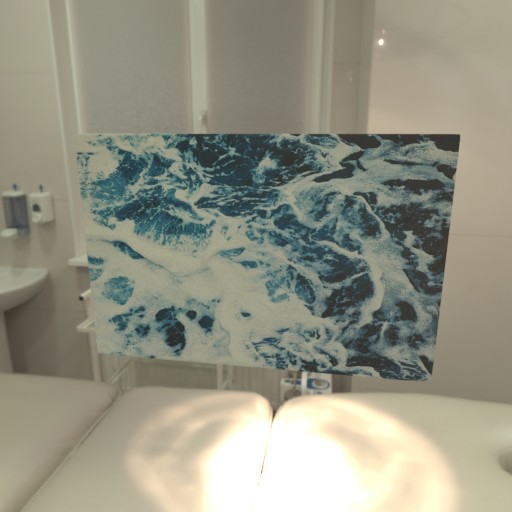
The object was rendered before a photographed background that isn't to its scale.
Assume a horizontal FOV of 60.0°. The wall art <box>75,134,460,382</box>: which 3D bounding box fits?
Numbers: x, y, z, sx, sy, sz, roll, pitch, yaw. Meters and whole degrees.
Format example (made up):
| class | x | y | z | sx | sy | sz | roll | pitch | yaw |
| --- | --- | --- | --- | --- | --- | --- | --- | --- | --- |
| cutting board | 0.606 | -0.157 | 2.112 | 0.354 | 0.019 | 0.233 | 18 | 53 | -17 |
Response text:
| class | x | y | z | sx | sy | sz | roll | pitch | yaw |
| --- | --- | --- | --- | --- | --- | --- | --- | --- | --- |
| wall art | 0.000 | 0.000 | 0.765 | 0.609 | 0.407 | 0.043 | 3 | 16 | 9 |
